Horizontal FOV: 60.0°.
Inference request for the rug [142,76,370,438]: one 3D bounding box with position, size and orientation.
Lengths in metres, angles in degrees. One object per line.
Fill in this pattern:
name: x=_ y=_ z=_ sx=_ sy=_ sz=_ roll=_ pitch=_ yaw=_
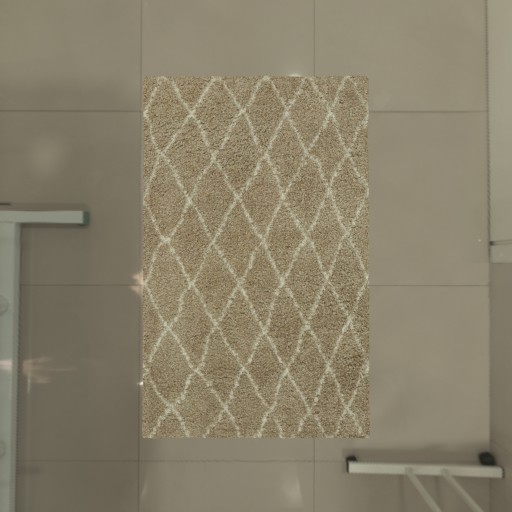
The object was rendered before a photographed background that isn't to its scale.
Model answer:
rug: x=0.000 y=0.000 z=2.988 sx=1.524 sy=0.030 sz=2.438 roll=0 pitch=89 yaw=0
